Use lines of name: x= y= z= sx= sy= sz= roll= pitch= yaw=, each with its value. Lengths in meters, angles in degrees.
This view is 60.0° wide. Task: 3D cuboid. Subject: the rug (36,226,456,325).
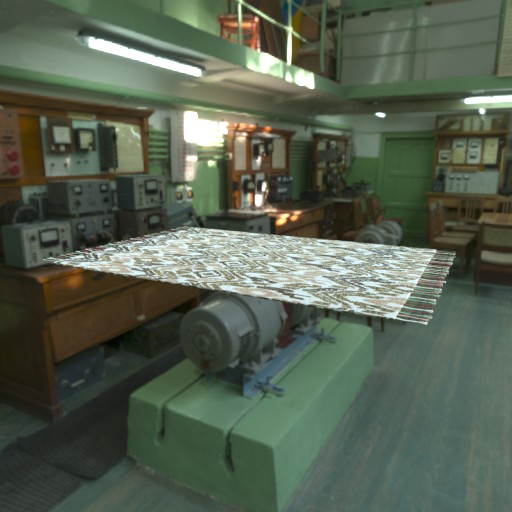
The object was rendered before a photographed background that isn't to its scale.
rug: x=0.000 y=0.000 z=2.287 sx=1.829 sy=0.008 sz=1.219 roll=7 pitch=15 yaw=27
